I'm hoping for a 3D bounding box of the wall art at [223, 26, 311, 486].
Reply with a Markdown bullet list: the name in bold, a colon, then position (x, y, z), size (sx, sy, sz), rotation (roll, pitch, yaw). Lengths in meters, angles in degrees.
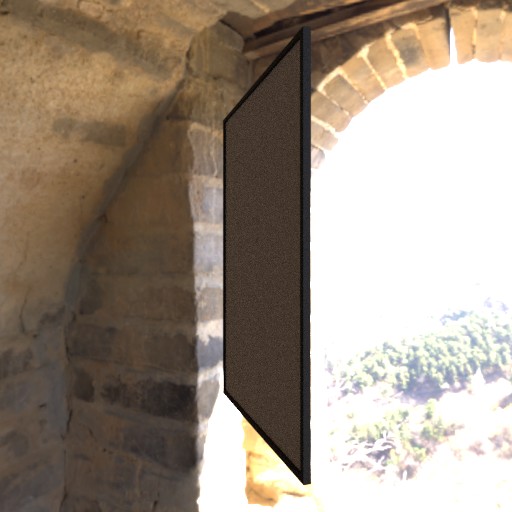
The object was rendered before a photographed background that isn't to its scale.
- **wall art**: position (0.000, 0.000, 0.856), size (0.013, 0.660, 0.460), rotation (0, 0, -19)
